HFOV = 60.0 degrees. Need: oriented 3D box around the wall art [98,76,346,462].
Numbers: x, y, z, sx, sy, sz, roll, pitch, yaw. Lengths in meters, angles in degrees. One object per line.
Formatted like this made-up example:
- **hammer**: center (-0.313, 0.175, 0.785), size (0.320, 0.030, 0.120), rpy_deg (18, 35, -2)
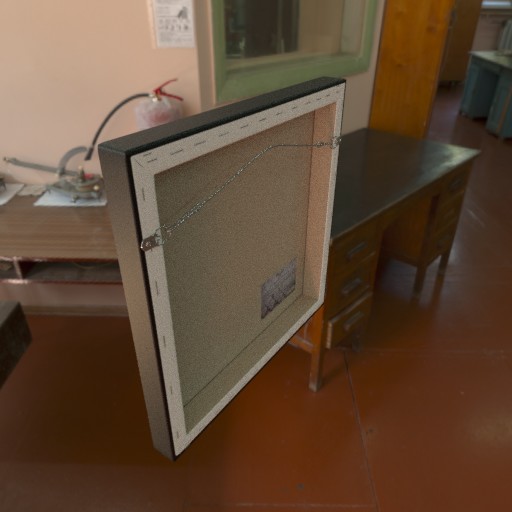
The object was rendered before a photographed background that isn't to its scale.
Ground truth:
- **wall art**: center (0.000, 0.000, 0.607), size (0.041, 0.407, 0.406), rpy_deg (20, 37, 30)
